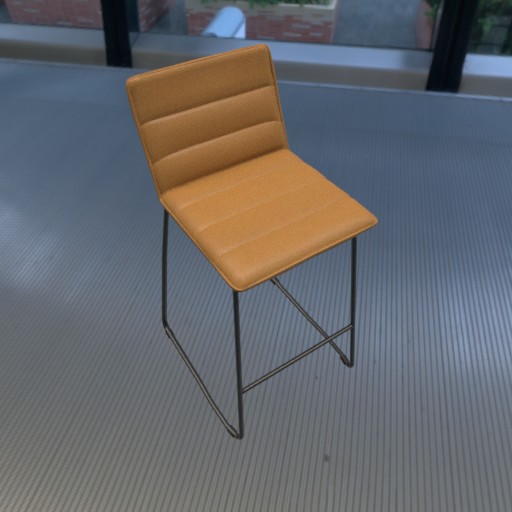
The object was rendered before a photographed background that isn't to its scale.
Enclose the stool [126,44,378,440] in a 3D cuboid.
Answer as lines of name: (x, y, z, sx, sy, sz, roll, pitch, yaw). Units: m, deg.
stool: (0.000, 0.000, 1.245, 0.489, 0.936, 0.524, -25, 51, -22)
